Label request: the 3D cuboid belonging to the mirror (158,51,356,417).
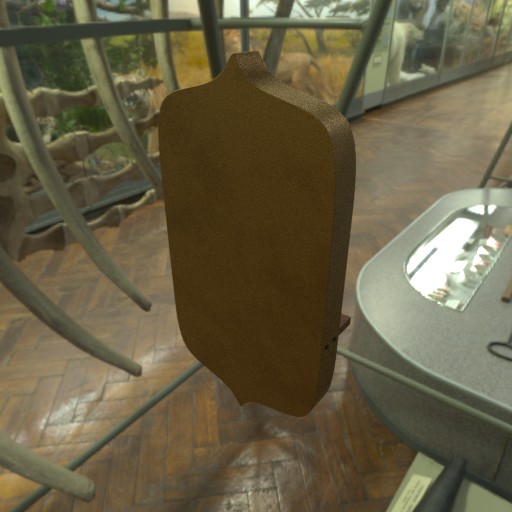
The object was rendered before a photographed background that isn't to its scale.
[{"bbox_3d":[0.000,0.000,0.728,0.323,0.613,0.096,21,35,33],"label":"mirror"}]
